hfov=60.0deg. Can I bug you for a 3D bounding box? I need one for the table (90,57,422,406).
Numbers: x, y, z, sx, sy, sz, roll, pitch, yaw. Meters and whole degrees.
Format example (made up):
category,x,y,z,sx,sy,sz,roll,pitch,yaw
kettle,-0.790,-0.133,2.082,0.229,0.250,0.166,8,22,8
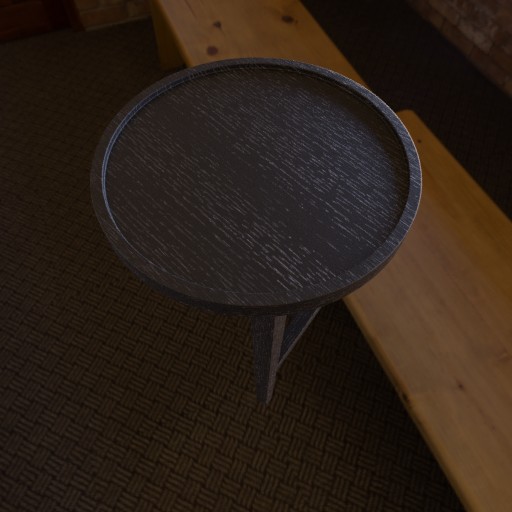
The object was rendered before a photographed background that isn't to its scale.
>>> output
category,x,y,z,sx,sy,sz,roll,pitch,yaw
table,0.000,0.000,0.738,0.399,0.460,0.399,0,58,0
